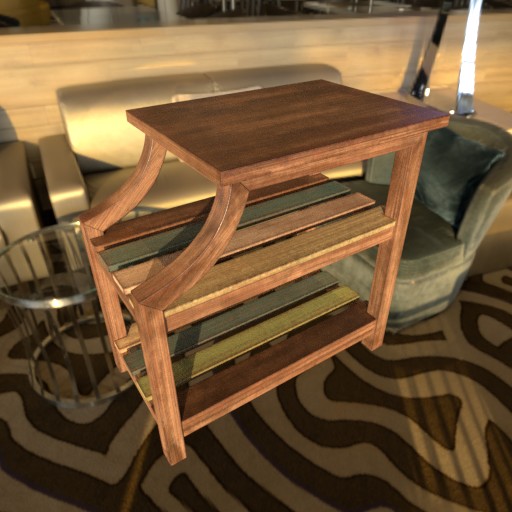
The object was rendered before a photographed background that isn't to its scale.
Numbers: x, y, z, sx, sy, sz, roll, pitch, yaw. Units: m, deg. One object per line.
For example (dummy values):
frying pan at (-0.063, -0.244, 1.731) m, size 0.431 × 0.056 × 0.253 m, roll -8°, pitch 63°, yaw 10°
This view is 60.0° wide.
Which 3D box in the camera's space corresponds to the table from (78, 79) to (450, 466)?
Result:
table at (0.000, 0.000, 0.943) m, size 0.609 × 0.584 × 0.356 m, roll -20°, pitch 38°, yaw -28°
